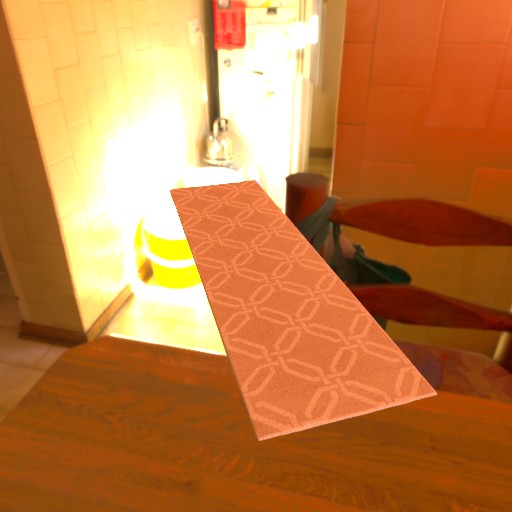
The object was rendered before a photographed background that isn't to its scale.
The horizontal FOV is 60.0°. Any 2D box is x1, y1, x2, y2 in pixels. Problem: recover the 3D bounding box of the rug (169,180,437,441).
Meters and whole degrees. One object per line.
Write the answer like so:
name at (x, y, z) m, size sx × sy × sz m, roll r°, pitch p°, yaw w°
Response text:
rug at (0.000, 0.000, 2.454) m, size 0.678 × 0.014 × 2.276 m, roll -9°, pitch 31°, yaw -14°
